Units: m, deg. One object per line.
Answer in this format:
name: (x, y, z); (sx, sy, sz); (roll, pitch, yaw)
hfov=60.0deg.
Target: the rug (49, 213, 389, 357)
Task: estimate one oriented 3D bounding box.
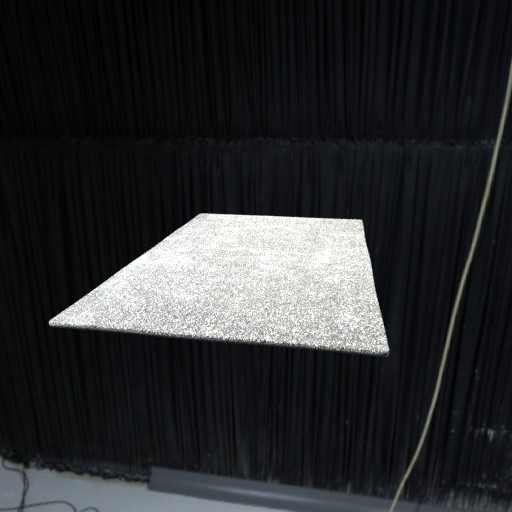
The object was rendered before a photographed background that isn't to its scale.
rug: (0.000, 0.000, 2.985); (1.502, 0.025, 2.350); (3, 18, 10)
